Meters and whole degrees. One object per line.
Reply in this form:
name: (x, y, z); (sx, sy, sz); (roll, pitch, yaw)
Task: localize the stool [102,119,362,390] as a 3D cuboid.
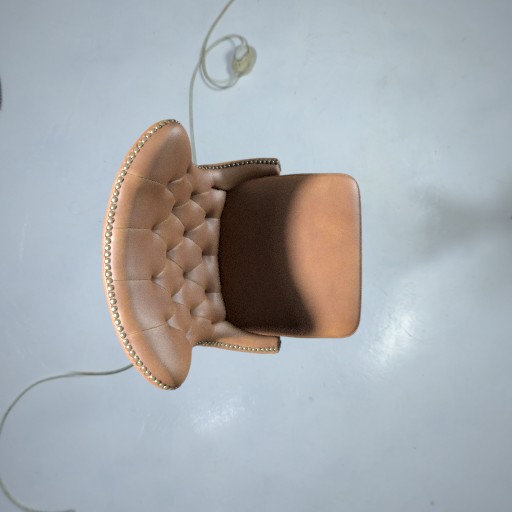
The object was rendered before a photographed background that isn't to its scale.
stool: (0.000, 0.000, 1.293); (0.593, 0.971, 0.528); (0, 90, -1)
